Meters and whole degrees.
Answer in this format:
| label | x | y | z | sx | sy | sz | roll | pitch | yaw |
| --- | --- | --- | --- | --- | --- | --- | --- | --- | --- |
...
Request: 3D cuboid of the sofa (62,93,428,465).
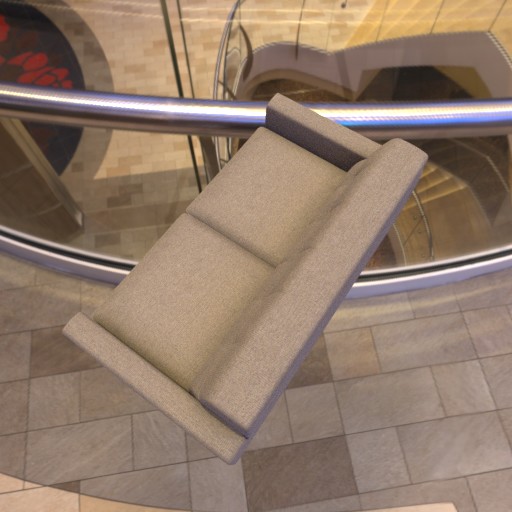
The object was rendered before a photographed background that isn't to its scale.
| label | x | y | z | sx | sy | sz | roll | pitch | yaw |
| --- | --- | --- | --- | --- | --- | --- | --- | --- | --- |
| sofa | 0.000 | 0.000 | 2.156 | 0.909 | 0.841 | 1.631 | 32 | 69 | 14 |
